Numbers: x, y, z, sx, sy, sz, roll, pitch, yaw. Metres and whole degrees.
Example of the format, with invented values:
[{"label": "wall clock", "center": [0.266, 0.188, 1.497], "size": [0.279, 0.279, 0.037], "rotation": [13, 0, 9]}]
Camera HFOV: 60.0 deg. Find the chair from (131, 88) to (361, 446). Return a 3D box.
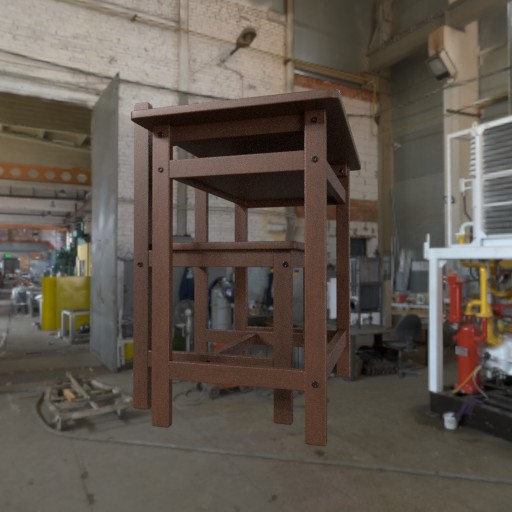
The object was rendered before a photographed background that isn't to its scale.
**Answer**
[{"label": "chair", "center": [0.000, 0.000, 1.071], "size": [0.463, 0.673, 0.599], "rotation": [0, -1, 17]}]
